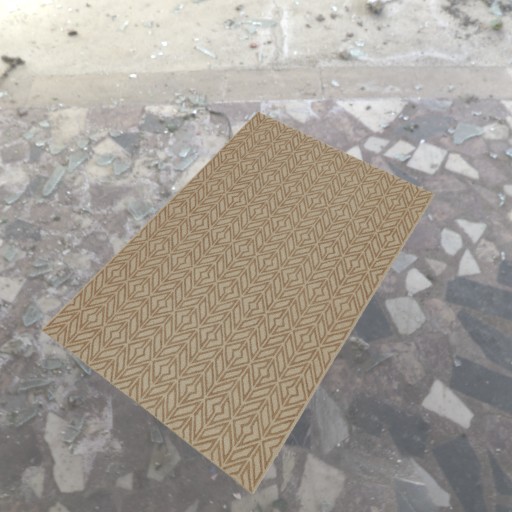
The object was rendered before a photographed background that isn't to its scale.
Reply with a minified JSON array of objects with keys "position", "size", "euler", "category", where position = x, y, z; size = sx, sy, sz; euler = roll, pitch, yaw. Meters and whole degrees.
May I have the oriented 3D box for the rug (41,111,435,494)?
[{"position":[0.000,0.000,2.312],"size":[1.220,0.007,1.828],"euler":[30,63,17],"category":"rug"}]
